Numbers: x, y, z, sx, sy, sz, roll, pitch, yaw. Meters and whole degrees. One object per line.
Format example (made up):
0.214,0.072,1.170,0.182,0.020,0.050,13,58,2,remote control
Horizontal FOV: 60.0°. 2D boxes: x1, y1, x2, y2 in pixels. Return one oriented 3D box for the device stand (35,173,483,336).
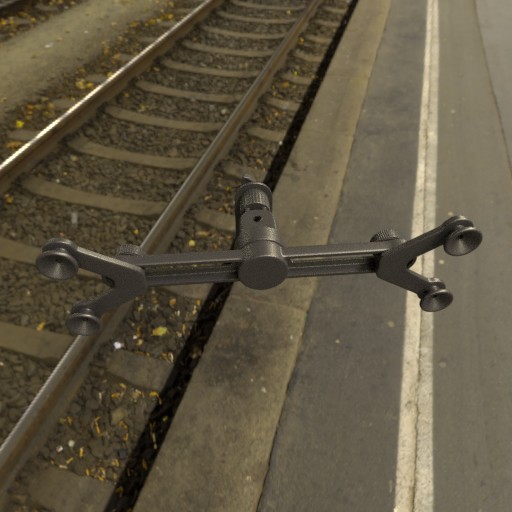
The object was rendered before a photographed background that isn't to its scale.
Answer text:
0.000,0.000,0.368,0.270,0.166,0.142,-3,45,-3,device stand
